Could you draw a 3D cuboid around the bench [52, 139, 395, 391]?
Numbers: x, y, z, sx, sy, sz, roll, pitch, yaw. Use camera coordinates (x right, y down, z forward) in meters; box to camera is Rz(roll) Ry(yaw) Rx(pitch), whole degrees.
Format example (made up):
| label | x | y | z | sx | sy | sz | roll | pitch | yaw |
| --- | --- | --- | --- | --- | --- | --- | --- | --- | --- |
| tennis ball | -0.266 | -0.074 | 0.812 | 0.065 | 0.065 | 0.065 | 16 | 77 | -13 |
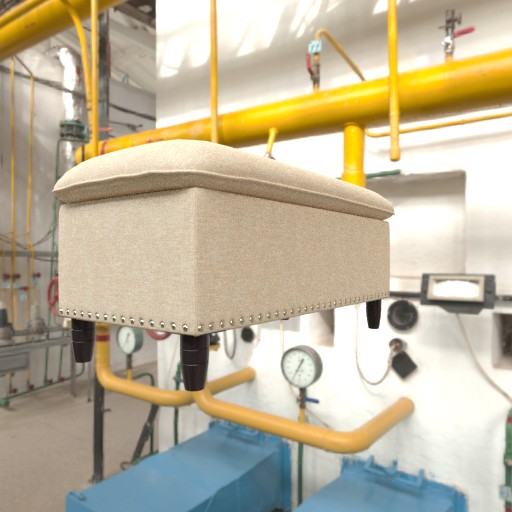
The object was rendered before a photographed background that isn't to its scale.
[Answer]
| label | x | y | z | sx | sy | sz | roll | pitch | yaw |
| --- | --- | --- | --- | --- | --- | --- | --- | --- | --- |
| bench | 0.000 | 0.000 | 1.247 | 0.483 | 0.483 | 0.991 | 0 | 0 | 37 |
